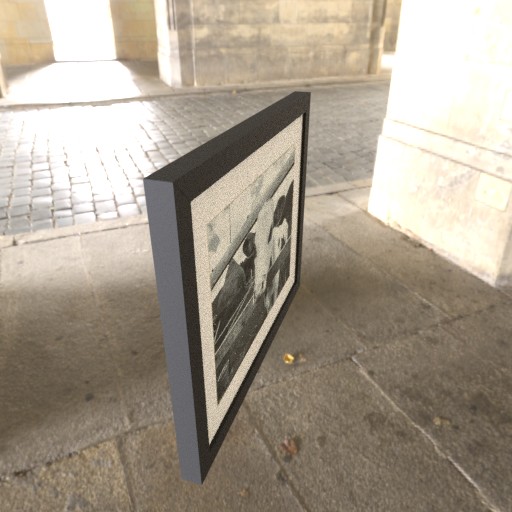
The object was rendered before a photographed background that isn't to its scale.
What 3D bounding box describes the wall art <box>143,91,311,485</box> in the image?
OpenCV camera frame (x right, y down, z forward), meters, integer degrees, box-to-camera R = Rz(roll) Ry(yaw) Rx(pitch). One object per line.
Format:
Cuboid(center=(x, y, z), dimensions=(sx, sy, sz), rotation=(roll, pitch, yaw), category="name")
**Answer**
Cuboid(center=(0.000, 0.000, 0.550), dimensions=(0.024, 0.329, 0.404), rotation=(10, 30, 17), category="wall art")
